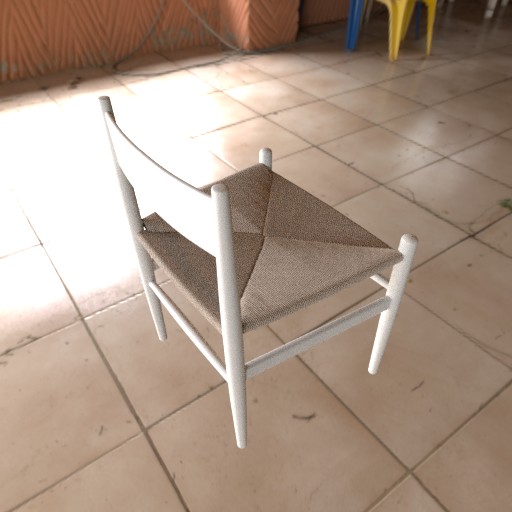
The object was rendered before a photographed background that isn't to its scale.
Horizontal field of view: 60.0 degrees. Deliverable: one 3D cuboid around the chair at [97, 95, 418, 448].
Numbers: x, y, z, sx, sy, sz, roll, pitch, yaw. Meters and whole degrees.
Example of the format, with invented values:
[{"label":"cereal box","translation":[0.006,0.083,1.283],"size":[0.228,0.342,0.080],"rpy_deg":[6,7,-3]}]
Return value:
[{"label":"chair","translation":[0.000,0.000,1.097],"size":[0.495,0.762,0.556],"rpy_deg":[-26,46,-27]}]
